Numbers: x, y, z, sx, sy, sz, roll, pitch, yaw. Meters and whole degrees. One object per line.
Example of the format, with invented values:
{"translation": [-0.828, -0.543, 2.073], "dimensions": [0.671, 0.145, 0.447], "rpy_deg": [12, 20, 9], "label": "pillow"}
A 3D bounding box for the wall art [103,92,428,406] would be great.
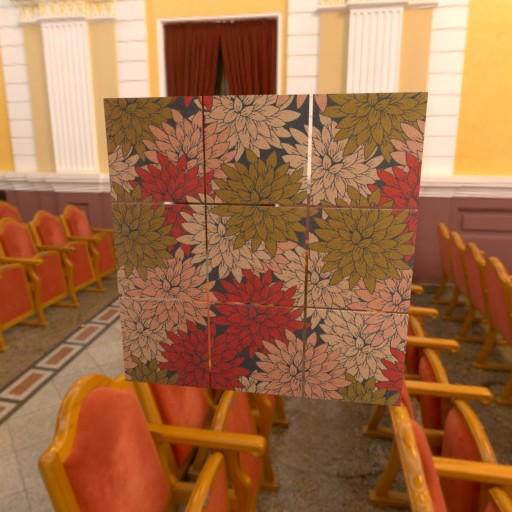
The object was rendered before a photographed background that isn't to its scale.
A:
{"translation": [0.000, 0.000, 1.778], "dimensions": [1.206, 1.218, 0.013], "rpy_deg": [2, 14, 10], "label": "wall art"}
